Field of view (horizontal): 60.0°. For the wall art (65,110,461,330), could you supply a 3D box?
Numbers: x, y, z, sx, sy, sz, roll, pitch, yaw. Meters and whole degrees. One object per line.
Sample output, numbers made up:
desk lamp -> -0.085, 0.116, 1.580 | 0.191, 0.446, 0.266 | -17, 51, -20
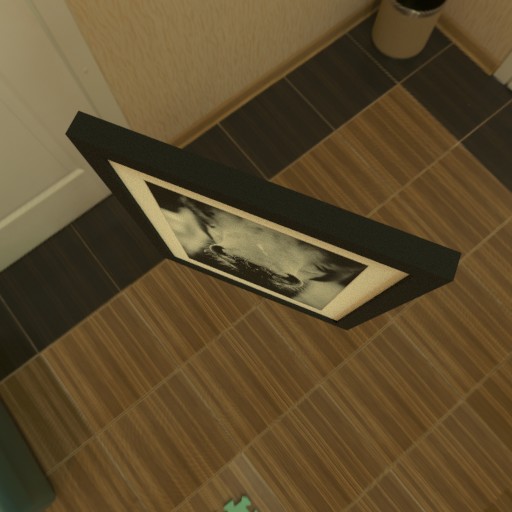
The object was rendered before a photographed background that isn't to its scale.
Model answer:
wall art -> 0.000, 0.000, 0.757 | 0.457, 0.559, 0.033 | 21, 76, 5
